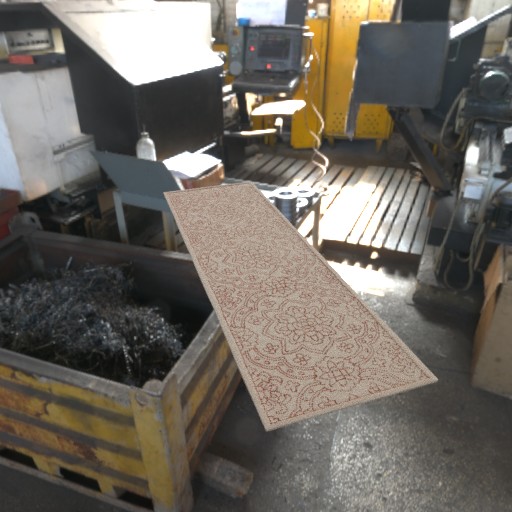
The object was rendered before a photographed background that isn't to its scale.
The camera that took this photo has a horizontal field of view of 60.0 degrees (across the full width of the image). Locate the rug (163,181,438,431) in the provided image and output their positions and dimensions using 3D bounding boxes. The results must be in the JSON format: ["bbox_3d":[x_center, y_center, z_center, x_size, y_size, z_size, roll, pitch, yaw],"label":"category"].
[{"bbox_3d":[0.000,0.000,2.732,0.769,0.012,2.448,-10,32,-16],"label":"rug"}]
